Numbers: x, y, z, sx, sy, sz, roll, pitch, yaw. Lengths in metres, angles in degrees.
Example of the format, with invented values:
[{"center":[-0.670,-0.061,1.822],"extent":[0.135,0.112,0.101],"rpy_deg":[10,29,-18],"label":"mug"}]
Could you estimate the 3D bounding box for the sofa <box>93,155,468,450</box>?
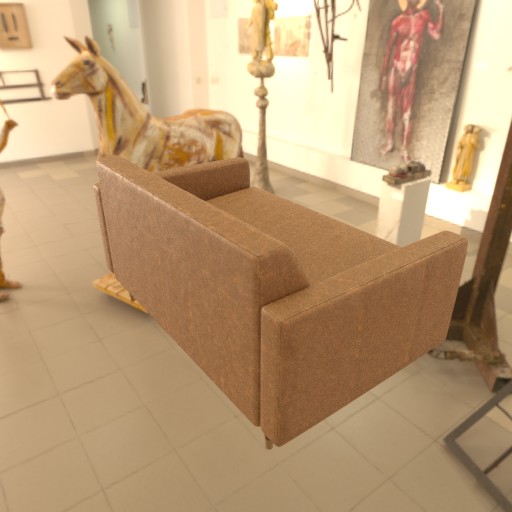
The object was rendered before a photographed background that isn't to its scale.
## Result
[{"center":[0.000,0.000,2.082],"extent":[0.960,0.820,1.549],"rpy_deg":[-19,32,-32],"label":"sofa"}]
